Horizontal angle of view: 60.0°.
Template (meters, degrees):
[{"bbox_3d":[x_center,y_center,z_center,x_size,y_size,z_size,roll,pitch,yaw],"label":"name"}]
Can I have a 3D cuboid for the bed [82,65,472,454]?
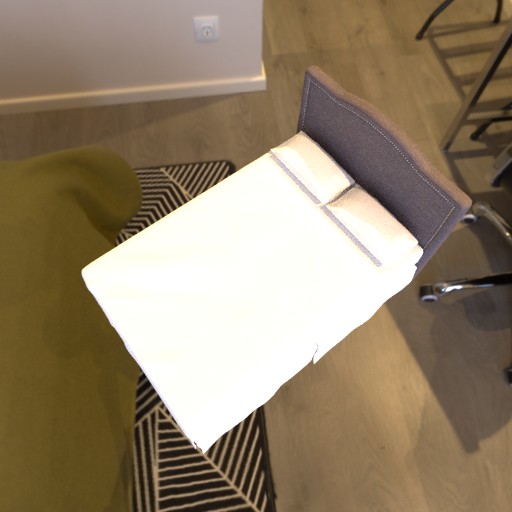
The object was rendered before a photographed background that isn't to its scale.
[{"bbox_3d":[0.000,0.000,3.545,2.507,1.441,1.741,-35,69,-15],"label":"bed"}]
